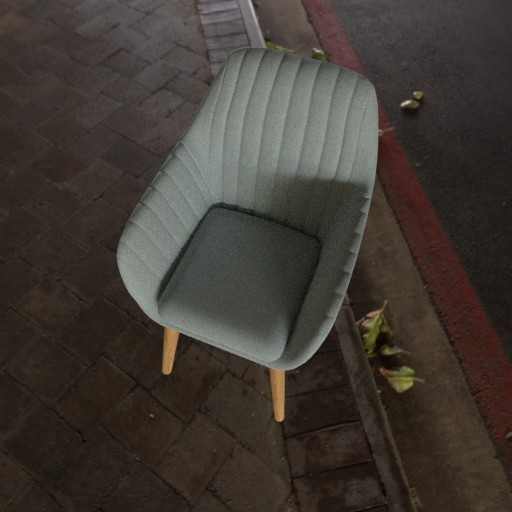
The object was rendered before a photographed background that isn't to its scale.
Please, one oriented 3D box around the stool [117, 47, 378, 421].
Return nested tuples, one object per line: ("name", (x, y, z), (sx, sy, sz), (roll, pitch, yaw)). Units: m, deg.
("stool", (0.000, 0.000, 1.200), (0.503, 0.830, 0.590), (19, 60, 11))
